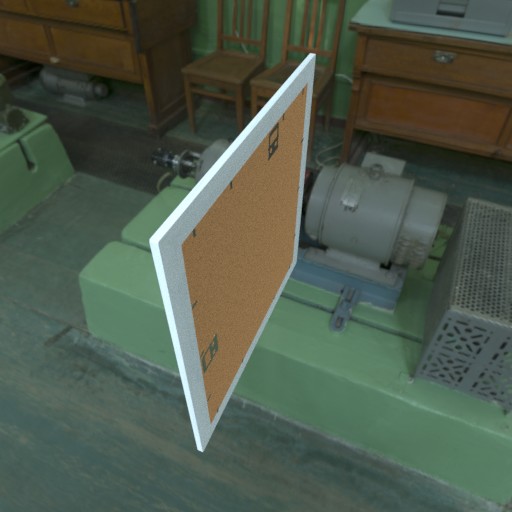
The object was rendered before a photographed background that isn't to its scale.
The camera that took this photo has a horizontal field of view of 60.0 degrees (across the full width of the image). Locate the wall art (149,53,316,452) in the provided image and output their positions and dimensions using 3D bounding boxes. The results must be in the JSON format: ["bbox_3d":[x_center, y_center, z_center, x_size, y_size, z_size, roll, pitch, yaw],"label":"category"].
[{"bbox_3d":[0.000,0.000,0.884,0.013,0.584,0.584,16,47,16],"label":"wall art"}]
